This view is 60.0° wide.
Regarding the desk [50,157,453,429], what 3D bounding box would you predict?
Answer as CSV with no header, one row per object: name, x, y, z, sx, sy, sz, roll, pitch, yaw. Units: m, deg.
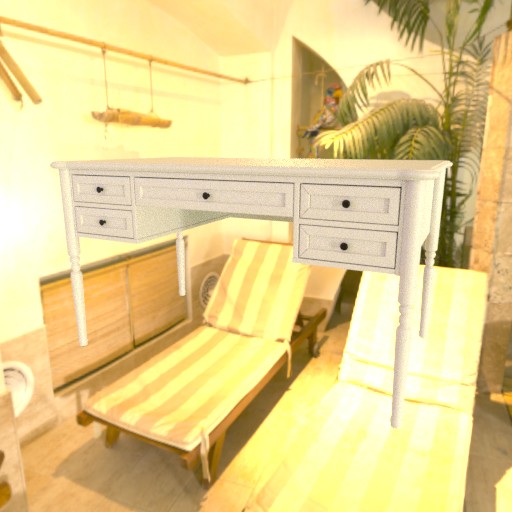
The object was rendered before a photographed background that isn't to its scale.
desk,0.000,0.000,1.813,1.380,0.762,0.807,7,16,25
